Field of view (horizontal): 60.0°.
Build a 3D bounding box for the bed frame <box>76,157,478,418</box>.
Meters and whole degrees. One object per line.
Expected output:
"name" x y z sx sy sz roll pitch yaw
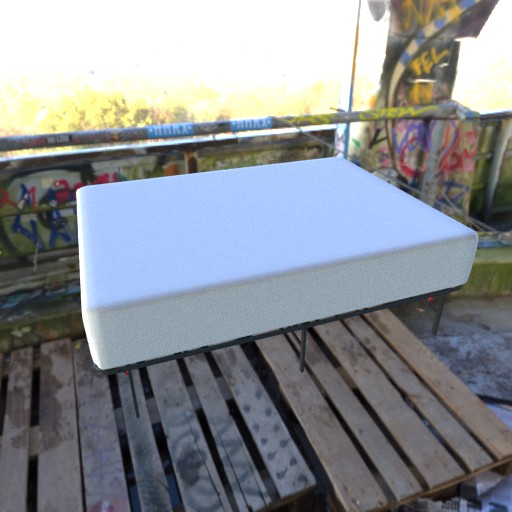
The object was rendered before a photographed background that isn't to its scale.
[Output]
"bed frame" 0.000 0.000 2.827 2.037 0.677 1.528 -10 31 -18
